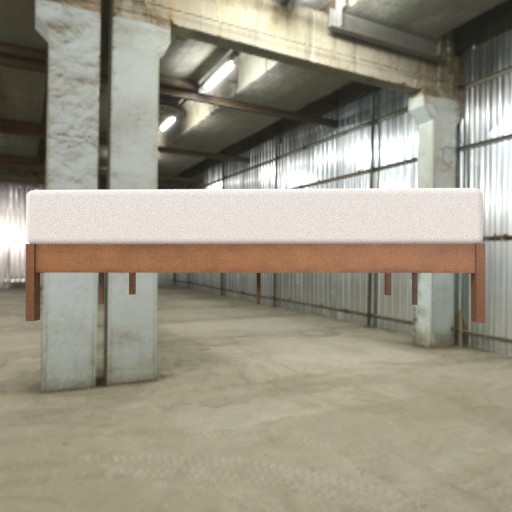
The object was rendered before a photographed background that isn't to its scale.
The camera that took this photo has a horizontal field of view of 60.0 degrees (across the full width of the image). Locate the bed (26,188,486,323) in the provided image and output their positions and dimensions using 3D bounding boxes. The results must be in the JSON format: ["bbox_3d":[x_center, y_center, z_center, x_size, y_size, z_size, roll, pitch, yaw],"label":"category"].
[{"bbox_3d":[0.000,0.000,2.722,2.050,0.593,1.529,0,0,2],"label":"bed"}]
